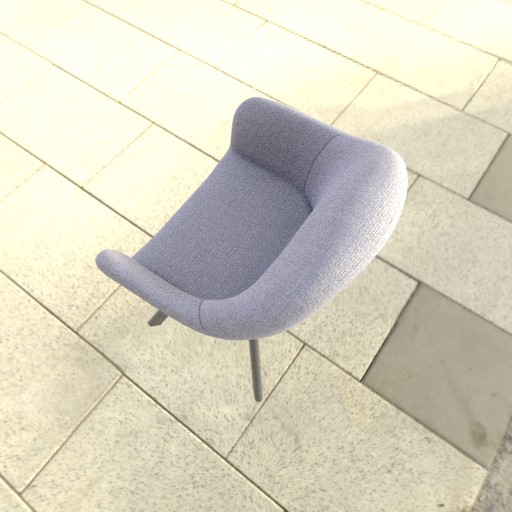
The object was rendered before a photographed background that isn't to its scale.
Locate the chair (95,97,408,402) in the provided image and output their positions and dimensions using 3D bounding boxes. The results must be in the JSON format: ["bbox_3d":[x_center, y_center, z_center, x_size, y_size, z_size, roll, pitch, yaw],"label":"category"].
[{"bbox_3d":[0.000,0.000,1.154,0.550,0.795,0.590,31,67,15],"label":"chair"}]
